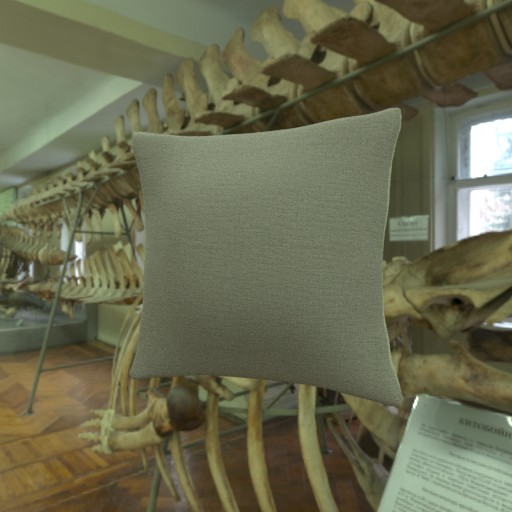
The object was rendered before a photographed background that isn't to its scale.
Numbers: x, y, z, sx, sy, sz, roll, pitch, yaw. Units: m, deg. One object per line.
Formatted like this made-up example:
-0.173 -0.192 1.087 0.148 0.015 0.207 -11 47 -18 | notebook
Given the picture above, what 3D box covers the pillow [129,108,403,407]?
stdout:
0.000 0.000 0.689 0.435 0.416 0.189 0 0 18 | pillow
